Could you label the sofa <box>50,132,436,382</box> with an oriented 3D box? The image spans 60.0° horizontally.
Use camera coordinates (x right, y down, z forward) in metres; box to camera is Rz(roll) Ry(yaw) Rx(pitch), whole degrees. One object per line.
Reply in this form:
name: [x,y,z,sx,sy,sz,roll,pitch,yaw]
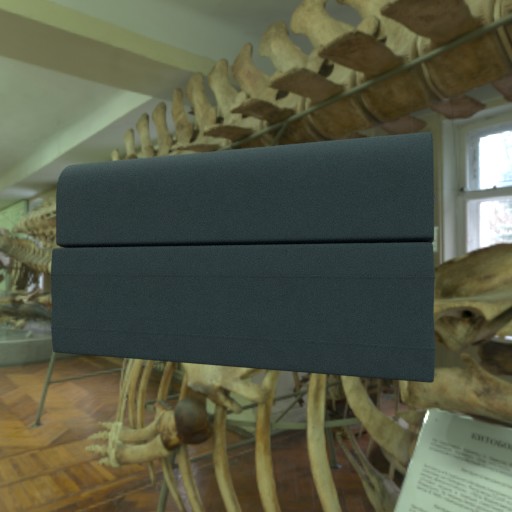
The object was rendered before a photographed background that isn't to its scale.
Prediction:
sofa: [0.000,0.000,1.656,1.219,0.660,0.762,0,-1,19]
